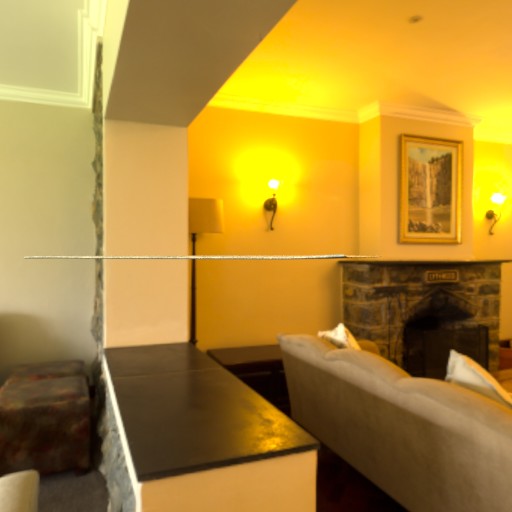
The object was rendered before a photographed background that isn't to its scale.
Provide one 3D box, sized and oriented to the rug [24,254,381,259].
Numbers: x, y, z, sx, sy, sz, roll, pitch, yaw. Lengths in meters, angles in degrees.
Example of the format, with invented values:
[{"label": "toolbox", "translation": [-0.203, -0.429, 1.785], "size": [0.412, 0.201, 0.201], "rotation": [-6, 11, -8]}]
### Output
[{"label": "rug", "translation": [0.000, 0.000, 3.045], "size": [1.527, 0.021, 2.447], "rotation": [0, 0, 19]}]
